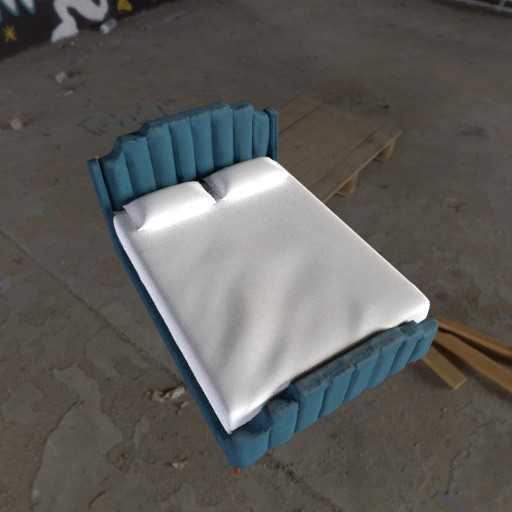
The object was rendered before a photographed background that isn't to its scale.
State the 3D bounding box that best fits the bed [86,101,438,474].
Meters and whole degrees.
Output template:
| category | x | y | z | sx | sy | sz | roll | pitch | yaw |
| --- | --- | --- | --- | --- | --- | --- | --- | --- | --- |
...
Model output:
| category | x | y | z | sx | sy | sz | roll | pitch | yaw |
| --- | --- | --- | --- | --- | --- | --- | --- | --- | --- |
| bed | 0.000 | 0.000 | 3.361 | 1.676 | 1.351 | 2.322 | -23 | 50 | -21 |
